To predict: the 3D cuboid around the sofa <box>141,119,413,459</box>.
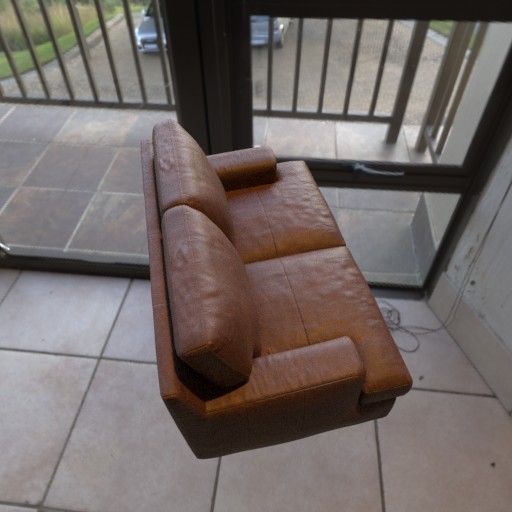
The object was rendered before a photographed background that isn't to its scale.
[{"bbox_3d":[0.000,0.000,2.549,1.143,0.939,1.880,-9,48,-8],"label":"sofa"}]
